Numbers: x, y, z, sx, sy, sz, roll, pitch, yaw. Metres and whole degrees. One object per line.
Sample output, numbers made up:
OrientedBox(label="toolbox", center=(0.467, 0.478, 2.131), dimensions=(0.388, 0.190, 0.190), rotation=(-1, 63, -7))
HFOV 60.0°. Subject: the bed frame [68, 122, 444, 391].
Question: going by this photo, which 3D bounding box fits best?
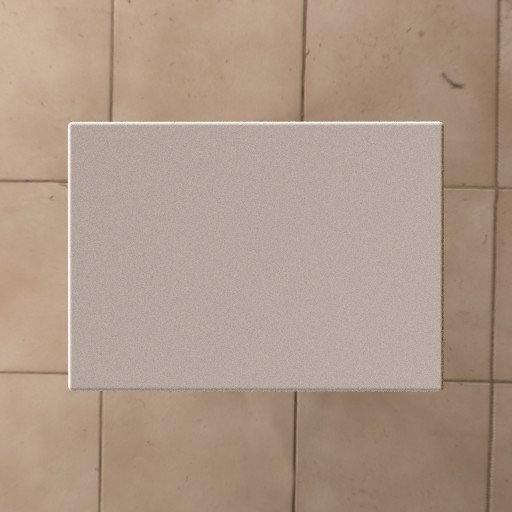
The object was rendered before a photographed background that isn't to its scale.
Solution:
OrientedBox(label="bed frame", center=(0.000, 0.000, 2.617), dimensions=(1.956, 0.659, 1.408), rotation=(0, 90, 0))
